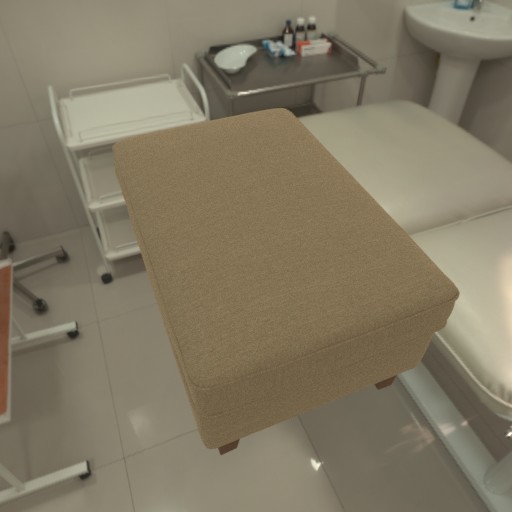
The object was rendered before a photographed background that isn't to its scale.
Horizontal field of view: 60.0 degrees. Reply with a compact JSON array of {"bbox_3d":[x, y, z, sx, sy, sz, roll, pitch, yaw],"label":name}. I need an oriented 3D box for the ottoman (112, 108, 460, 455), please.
[{"bbox_3d":[0.000,0.000,1.318,0.636,0.521,0.945,-16,48,-15],"label":"ottoman"}]
